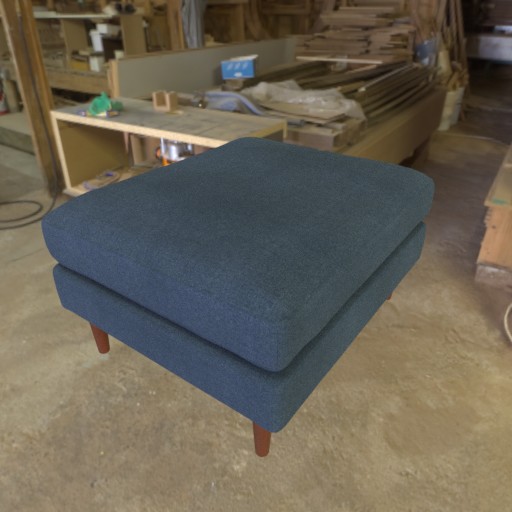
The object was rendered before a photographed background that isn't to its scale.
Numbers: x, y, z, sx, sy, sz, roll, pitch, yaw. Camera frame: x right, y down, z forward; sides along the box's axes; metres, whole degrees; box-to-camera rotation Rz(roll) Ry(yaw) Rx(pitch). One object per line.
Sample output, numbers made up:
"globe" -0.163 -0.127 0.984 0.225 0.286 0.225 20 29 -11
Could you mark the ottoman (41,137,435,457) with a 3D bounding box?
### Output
"ottoman" 0.000 0.000 1.232 0.693 0.474 0.821 20 36 30
